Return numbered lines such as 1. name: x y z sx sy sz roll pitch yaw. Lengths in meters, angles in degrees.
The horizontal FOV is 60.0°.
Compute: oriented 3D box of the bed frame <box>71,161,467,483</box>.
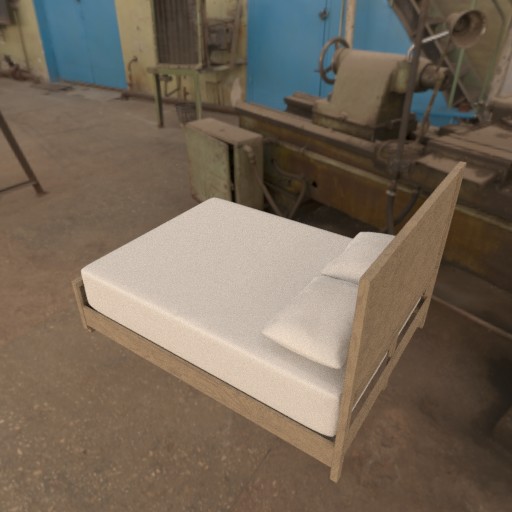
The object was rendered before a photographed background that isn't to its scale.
1. bed frame: 0.000 0.000 3.183 2.189 1.369 1.606 20 37 29
